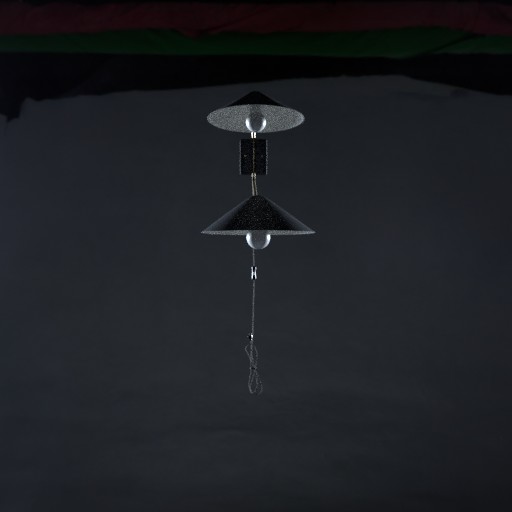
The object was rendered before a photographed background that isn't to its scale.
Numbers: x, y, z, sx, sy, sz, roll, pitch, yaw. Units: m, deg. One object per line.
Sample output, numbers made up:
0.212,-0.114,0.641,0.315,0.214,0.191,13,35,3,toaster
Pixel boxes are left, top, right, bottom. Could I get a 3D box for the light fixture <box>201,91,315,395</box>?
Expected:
0.000,0.000,0.860,0.189,0.665,0.422,0,1,-2,light fixture
